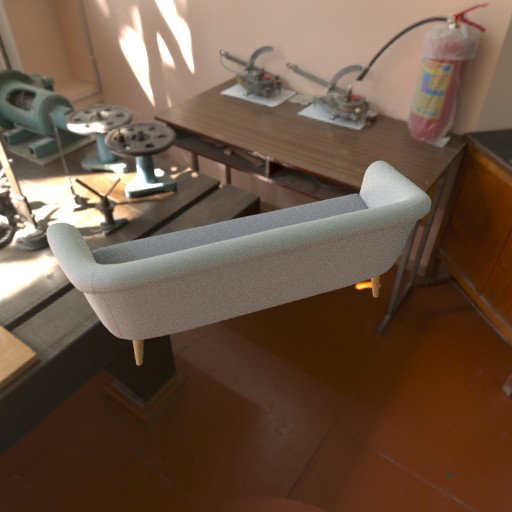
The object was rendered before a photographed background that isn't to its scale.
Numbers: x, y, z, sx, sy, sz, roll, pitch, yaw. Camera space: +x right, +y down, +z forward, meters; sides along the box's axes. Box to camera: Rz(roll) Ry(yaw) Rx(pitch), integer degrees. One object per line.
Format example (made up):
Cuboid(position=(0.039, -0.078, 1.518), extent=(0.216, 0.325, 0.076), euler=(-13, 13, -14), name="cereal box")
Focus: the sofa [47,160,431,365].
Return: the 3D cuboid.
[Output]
Cuboid(position=(0.000, 0.000, 2.562), extent=(2.160, 0.795, 0.827), euler=(-13, 42, -15), name="sofa")
